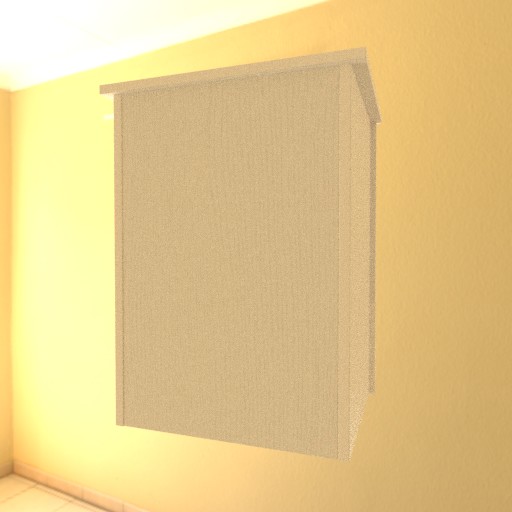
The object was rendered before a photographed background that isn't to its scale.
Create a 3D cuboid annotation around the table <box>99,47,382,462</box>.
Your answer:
[{"bbox_3d":[0.000,0.000,0.925,0.480,0.635,0.381,0,1,19],"label":"table"}]
